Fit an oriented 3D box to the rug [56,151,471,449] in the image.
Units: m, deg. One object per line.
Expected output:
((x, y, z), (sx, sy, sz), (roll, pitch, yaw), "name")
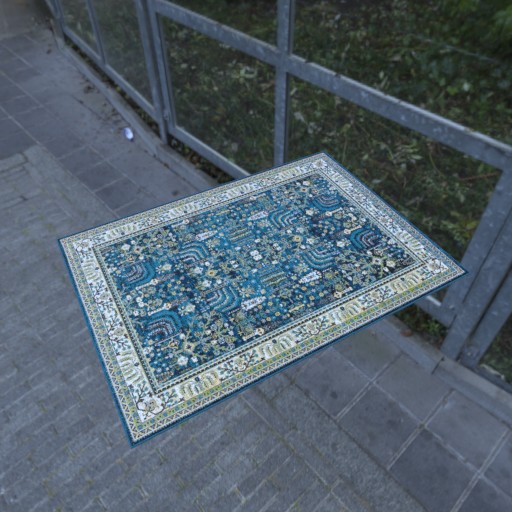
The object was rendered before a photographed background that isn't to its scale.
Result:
((0.000, 0.000, 2.900), (2.213, 0.013, 1.594), (-22, 50, -20), "rug")
